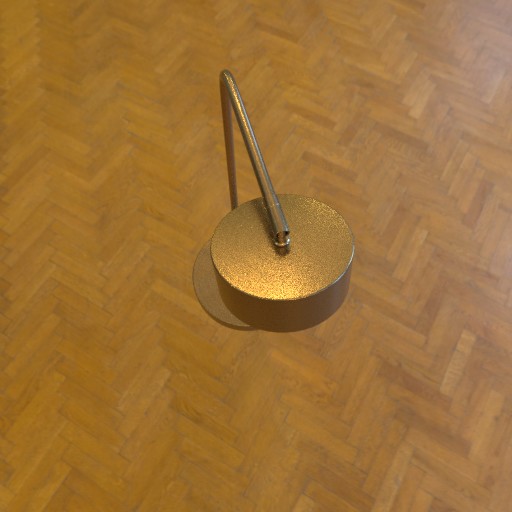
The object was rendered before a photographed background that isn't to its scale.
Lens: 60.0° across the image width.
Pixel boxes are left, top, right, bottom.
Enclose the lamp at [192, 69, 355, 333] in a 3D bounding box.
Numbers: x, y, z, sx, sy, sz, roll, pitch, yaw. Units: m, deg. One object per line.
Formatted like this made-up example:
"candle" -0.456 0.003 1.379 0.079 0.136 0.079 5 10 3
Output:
"lamp" 0.000 0.000 0.519 0.171 0.380 0.270 -14 66 -7
